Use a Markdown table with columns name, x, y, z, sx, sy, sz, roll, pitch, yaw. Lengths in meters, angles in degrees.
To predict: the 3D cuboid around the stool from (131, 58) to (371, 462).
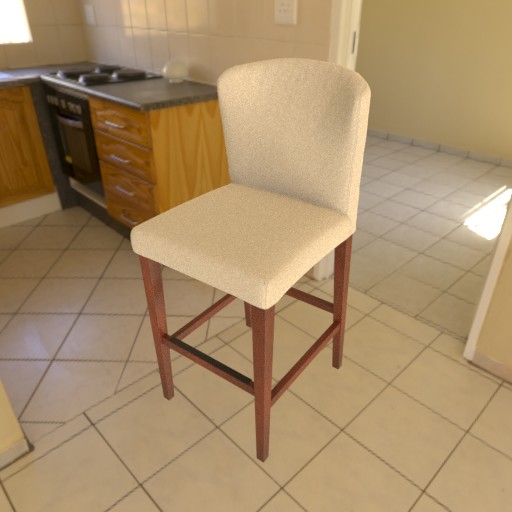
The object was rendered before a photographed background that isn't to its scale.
| name | x | y | z | sx | sy | sz | roll | pitch | yaw |
| --- | --- | --- | --- | --- | --- | --- | --- | --- | --- |
| stool | 0.000 | 0.000 | 1.367 | 0.479 | 1.069 | 0.568 | 20 | 36 | 31 |
